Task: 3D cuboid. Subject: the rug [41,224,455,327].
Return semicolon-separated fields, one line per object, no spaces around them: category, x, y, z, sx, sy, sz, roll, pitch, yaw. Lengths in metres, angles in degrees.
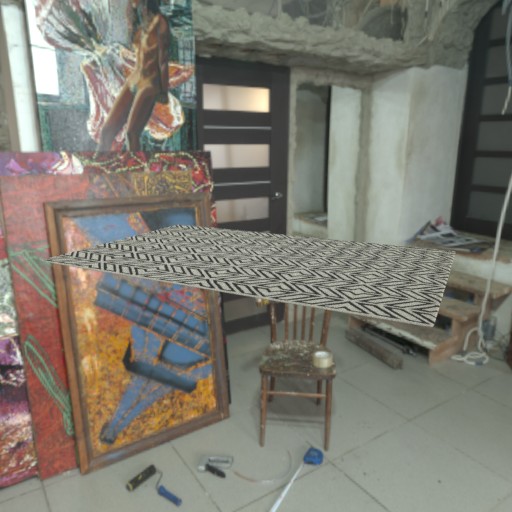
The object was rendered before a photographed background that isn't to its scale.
rug;0.000;0.000;3.054;2.438;0.008;1.523;7;16;26
